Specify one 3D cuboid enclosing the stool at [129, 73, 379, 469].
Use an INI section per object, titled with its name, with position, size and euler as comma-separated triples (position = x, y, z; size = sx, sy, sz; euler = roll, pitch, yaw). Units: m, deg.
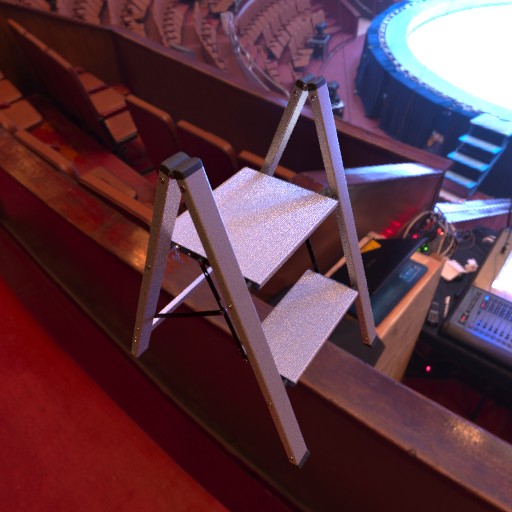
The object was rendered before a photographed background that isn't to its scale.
[stool]
position = 0.000, 0.000, 0.992
size = 0.535, 0.670, 0.440
euler = 25, 48, 25
